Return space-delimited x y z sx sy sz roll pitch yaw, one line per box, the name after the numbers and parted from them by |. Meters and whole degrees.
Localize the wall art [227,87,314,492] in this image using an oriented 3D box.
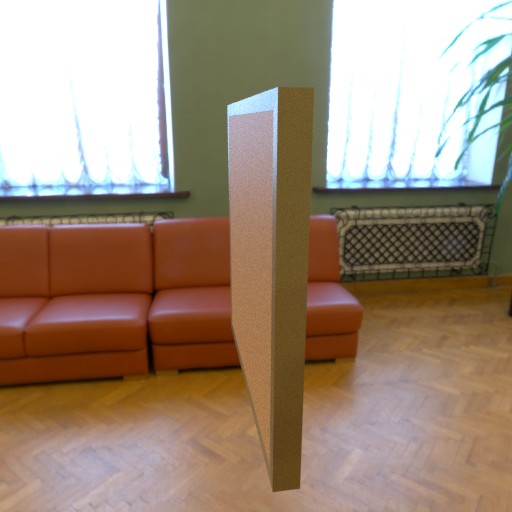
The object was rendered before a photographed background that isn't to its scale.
0.000 0.000 0.762 0.038 0.508 0.507 -3 17 -9 | wall art
